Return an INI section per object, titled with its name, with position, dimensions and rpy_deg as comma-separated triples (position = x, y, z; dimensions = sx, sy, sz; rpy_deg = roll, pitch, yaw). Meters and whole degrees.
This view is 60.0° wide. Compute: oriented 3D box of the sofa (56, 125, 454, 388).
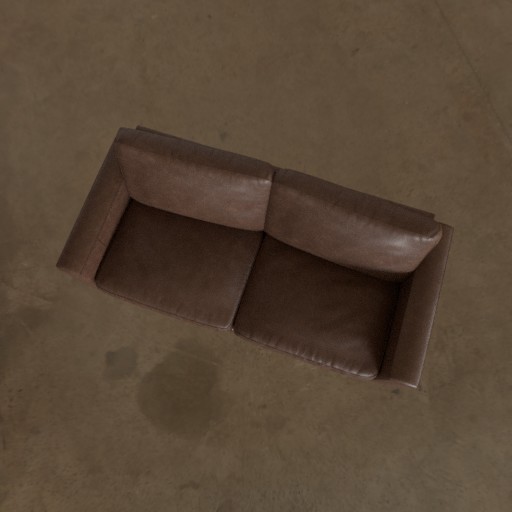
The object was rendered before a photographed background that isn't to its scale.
[sofa]
position = 0.000, 0.000, 2.730
dimensions = 2.179, 0.873, 1.016
rpy_deg = 18, 75, 5
